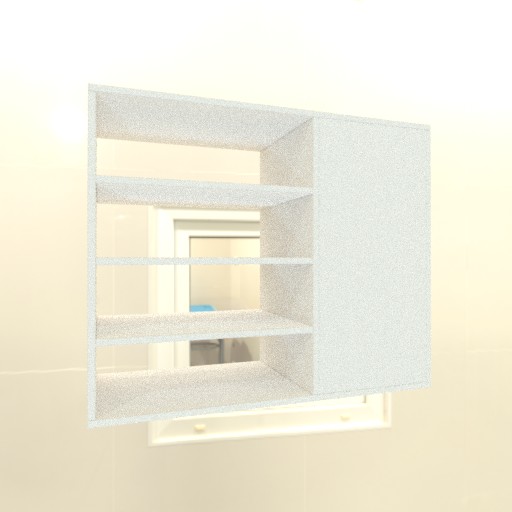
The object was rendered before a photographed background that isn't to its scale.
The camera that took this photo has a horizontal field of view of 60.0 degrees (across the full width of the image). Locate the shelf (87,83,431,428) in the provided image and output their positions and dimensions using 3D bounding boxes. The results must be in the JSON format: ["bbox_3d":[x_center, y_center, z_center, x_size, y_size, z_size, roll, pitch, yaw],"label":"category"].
[{"bbox_3d":[0.000,0.000,1.272,0.895,0.732,0.396,0,0,-19],"label":"shelf"}]
